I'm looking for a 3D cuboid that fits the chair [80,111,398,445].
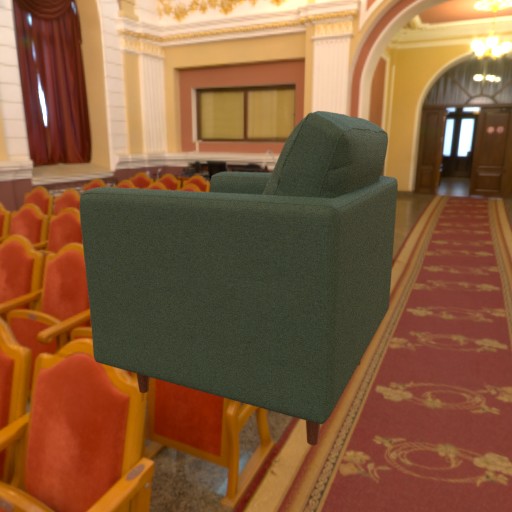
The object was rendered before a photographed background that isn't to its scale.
[{"bbox_3d":[0.000,0.000,1.534,0.800,0.927,0.855,7,16,25],"label":"chair"}]
